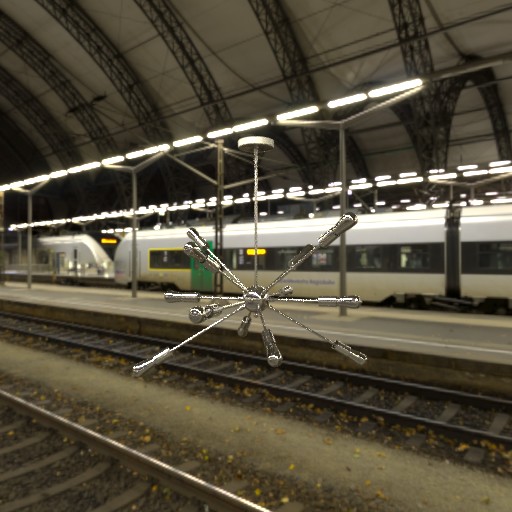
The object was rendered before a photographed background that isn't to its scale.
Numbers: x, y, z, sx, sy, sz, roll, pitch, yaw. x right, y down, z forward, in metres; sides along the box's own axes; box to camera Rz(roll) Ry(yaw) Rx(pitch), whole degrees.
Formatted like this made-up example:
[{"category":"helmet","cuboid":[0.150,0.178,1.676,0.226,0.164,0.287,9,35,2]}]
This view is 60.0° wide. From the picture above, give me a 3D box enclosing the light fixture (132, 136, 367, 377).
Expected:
[{"category":"light fixture","cuboid":[0.000,0.000,1.078,0.509,0.558,0.684,0,-1,18]}]
